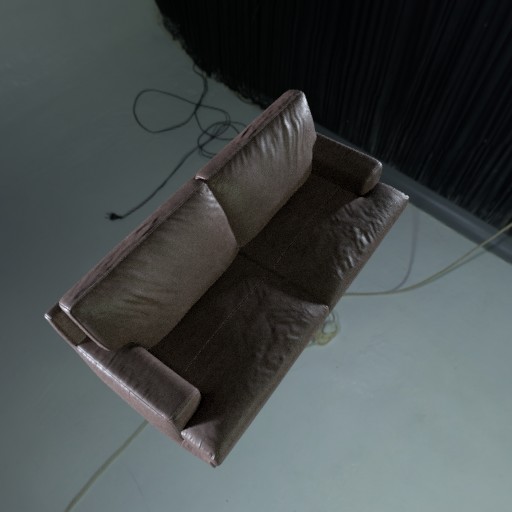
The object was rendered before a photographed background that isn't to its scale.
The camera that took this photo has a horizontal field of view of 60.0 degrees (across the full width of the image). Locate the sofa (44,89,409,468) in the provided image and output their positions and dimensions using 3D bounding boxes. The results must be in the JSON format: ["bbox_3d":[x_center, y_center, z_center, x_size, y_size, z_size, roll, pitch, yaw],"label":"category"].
[{"bbox_3d":[0.000,0.000,2.815,1.143,0.941,2.261,32,63,18],"label":"sofa"}]
